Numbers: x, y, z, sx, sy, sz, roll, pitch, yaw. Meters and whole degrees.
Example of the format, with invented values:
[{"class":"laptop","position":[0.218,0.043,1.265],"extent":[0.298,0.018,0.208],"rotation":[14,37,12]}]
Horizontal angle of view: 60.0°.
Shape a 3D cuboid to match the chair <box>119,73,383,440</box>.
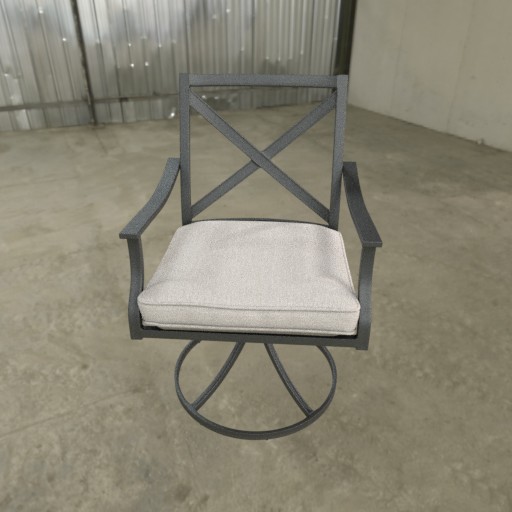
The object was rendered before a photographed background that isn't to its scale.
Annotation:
[{"class":"chair","position":[0.000,0.000,1.264],"extent":[0.575,0.889,0.620],"rotation":[2,31,3]}]
